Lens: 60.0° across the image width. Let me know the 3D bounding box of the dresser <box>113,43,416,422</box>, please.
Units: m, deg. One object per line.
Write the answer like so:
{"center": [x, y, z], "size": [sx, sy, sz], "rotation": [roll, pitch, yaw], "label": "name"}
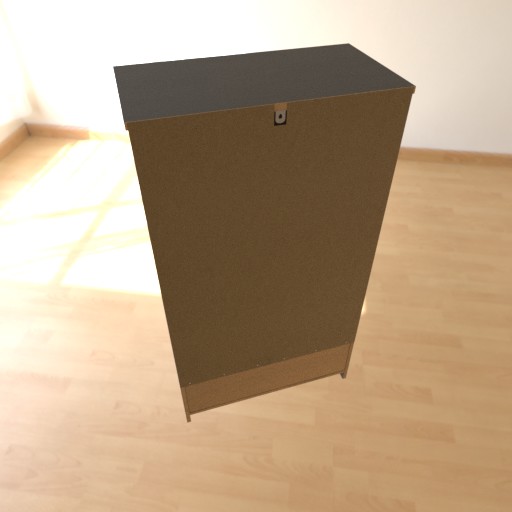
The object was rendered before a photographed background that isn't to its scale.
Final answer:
{"center": [0.000, 0.000, 1.565], "size": [0.704, 1.255, 0.399], "rotation": [-12, 43, -13], "label": "dresser"}
